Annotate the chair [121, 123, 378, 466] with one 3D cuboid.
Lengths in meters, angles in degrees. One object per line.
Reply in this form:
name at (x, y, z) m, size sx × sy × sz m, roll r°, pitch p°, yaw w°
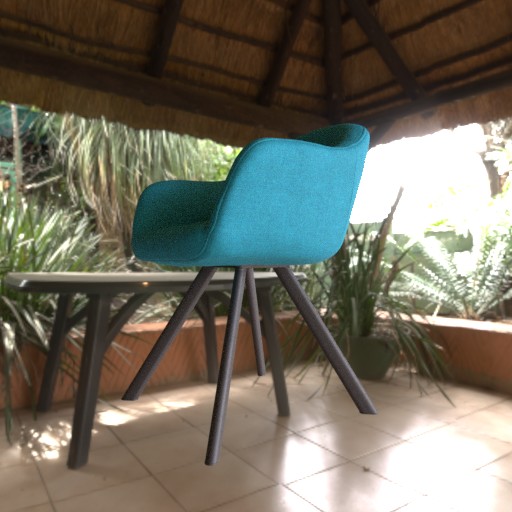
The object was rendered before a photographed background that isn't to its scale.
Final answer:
chair at (0.000, 0.000, 1.175) m, size 0.565 × 0.775 × 0.545 m, roll 0°, pitch 0°, yaw -36°
